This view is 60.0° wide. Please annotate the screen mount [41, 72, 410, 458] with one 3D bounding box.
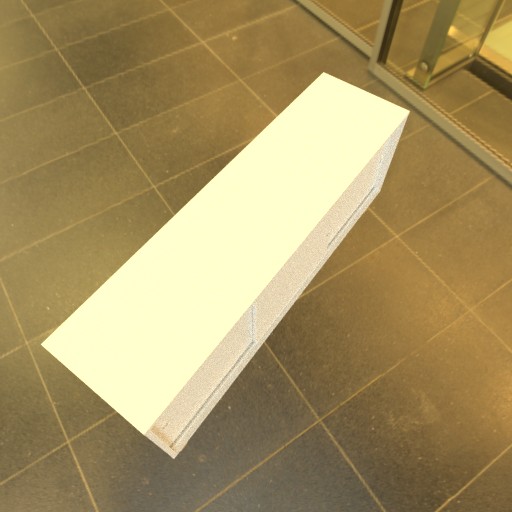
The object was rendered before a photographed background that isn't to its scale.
[{"bbox_3d":[0.000,0.000,1.760,0.400,0.619,1.490,32,64,18],"label":"screen mount"}]
